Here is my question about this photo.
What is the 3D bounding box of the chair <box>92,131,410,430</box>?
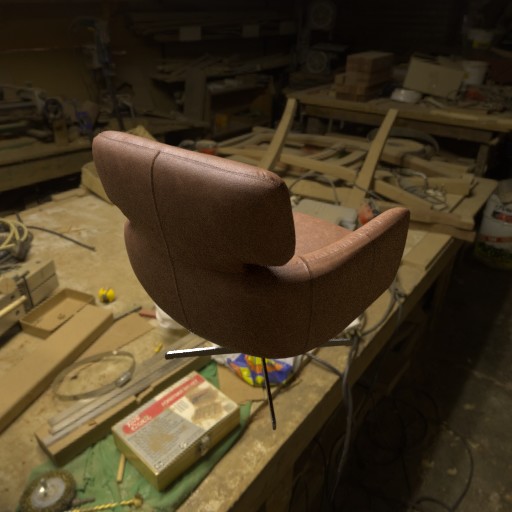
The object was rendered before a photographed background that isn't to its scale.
[{"bbox_3d":[0.000,0.000,1.357,0.706,0.812,0.715,22,36,33],"label":"chair"}]
